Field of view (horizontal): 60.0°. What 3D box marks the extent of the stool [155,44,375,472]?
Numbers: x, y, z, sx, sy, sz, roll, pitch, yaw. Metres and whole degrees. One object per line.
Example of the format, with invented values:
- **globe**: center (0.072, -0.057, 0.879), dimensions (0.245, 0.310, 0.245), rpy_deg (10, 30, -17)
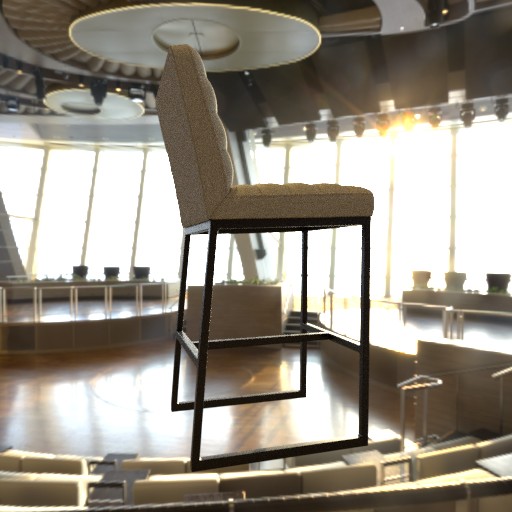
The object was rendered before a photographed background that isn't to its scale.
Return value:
- **stool**: center (0.000, 0.000, 1.343), dimensions (0.560, 1.040, 0.460), rpy_deg (0, 1, -17)
